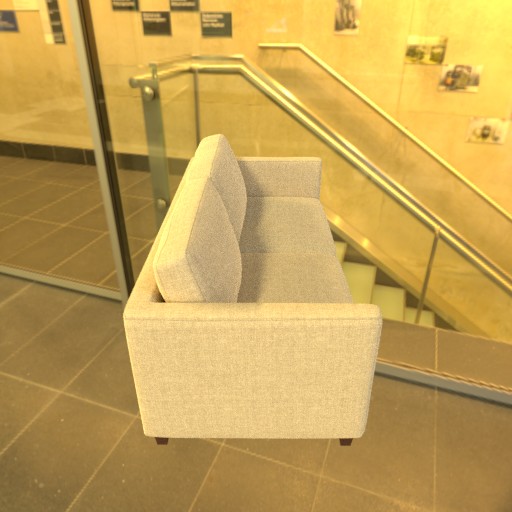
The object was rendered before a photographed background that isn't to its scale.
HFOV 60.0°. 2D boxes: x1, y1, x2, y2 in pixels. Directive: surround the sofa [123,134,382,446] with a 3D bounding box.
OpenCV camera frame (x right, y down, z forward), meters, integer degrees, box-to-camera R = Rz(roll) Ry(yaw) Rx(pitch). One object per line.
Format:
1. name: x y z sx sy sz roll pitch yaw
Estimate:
1. sofa: 0.000 0.000 2.473 0.950 0.963 1.884 0 30 0
